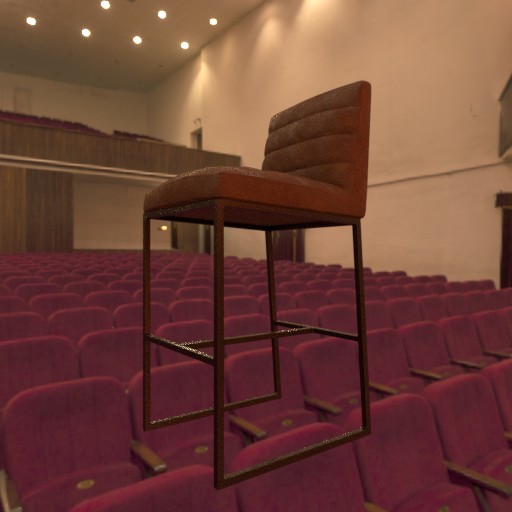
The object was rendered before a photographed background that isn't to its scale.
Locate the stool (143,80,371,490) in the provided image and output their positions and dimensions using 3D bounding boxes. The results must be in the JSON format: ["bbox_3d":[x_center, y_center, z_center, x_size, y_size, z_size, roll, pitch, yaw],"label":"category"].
[{"bbox_3d":[0.000,0.000,1.342,0.562,1.065,0.463,0,0,-36],"label":"stool"}]
